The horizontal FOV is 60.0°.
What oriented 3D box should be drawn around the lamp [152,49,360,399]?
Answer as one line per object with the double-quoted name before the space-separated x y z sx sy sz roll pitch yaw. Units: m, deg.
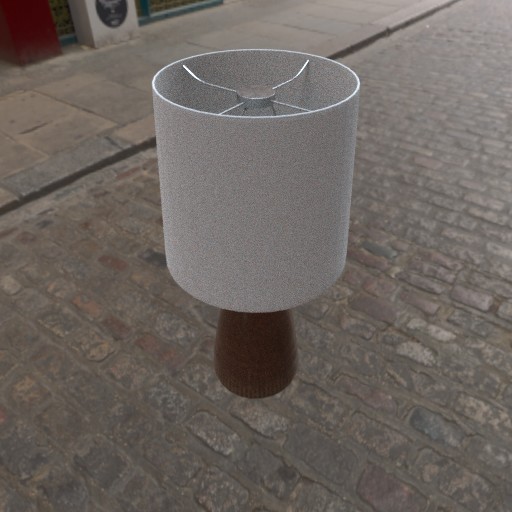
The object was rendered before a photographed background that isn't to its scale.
"lamp" 0.000 0.000 0.471 0.186 0.369 0.186 0 39 0
